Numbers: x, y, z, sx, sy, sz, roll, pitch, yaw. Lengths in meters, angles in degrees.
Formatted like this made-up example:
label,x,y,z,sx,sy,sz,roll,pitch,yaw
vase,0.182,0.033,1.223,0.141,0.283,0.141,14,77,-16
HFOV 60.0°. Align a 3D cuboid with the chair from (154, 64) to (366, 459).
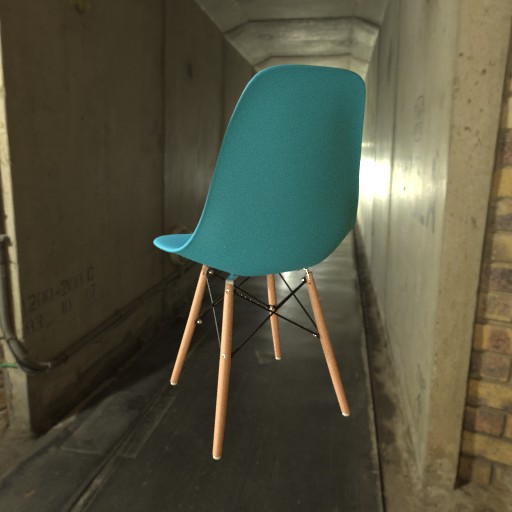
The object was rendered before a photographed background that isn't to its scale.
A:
label,x,y,z,sx,sy,sz,roll,pitch,yaw
chair,0.000,0.000,1.130,0.470,0.826,0.531,-7,16,-26
